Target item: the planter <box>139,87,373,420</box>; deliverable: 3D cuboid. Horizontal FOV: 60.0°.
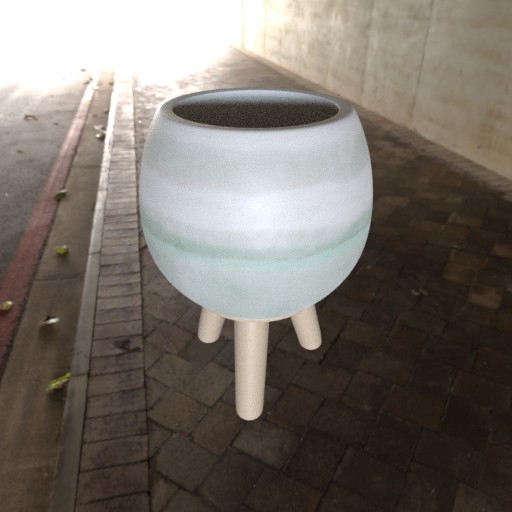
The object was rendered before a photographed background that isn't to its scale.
[{"bbox_3d":[0.000,0.000,0.339,0.161,0.224,0.161,0,31,0],"label":"planter"}]
